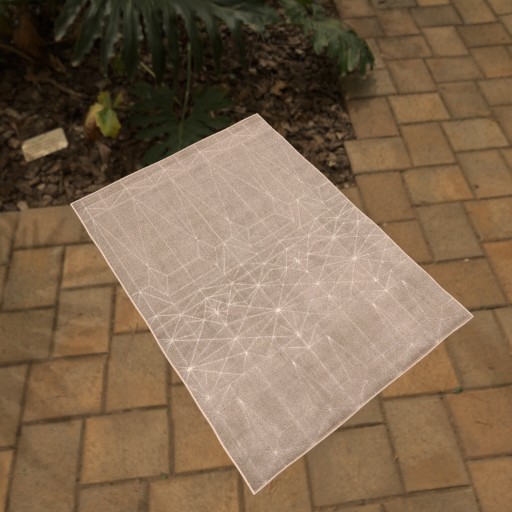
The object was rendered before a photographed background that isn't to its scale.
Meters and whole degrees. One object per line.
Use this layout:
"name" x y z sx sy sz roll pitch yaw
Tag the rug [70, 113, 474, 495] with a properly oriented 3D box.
"rug" 0.000 0.000 4.345 2.449 0.019 3.357 -31 63 -18
